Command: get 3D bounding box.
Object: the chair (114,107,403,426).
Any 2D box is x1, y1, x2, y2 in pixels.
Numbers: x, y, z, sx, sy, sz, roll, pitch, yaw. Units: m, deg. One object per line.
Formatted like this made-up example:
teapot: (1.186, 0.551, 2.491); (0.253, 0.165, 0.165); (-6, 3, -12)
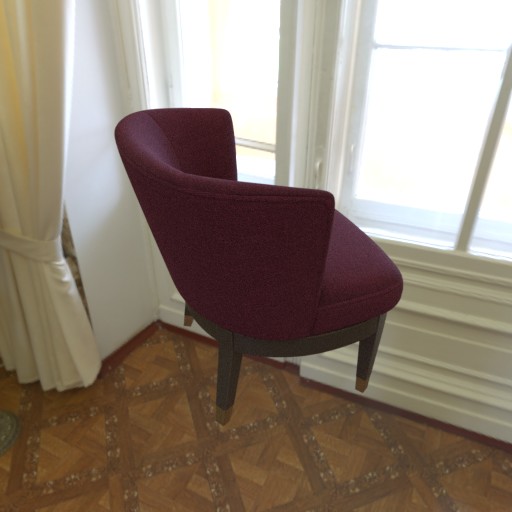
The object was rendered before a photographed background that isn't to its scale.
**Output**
chair: (0.000, 0.000, 1.269); (0.660, 0.760, 0.700); (-11, 33, -17)
